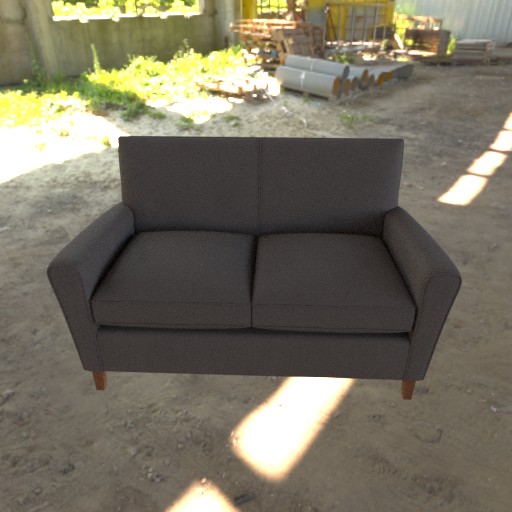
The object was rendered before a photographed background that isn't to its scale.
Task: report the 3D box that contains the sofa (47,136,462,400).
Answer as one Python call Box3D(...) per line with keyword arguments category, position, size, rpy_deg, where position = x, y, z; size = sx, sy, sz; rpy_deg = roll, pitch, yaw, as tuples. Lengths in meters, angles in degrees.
Box3D(category="sofa", position=(0.000, 0.000, 1.951), size=(1.420, 0.846, 0.871), rpy_deg=(1, 29, 2))
